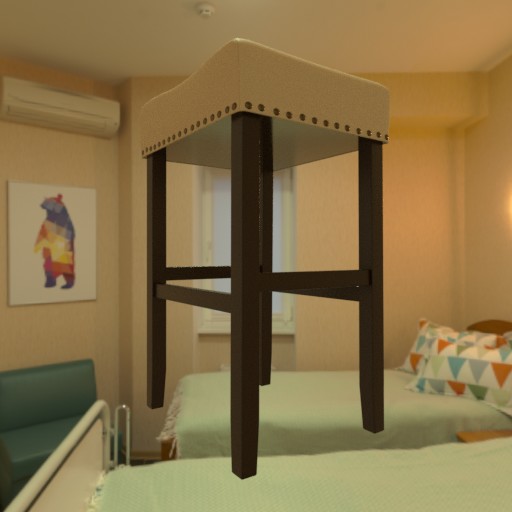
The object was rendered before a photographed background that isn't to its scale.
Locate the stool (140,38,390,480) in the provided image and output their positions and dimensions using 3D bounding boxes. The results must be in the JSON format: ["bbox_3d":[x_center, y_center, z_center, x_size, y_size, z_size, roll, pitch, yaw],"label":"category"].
[{"bbox_3d":[0.000,0.000,1.044,0.401,0.762,0.471,0,0,-35],"label":"stool"}]
